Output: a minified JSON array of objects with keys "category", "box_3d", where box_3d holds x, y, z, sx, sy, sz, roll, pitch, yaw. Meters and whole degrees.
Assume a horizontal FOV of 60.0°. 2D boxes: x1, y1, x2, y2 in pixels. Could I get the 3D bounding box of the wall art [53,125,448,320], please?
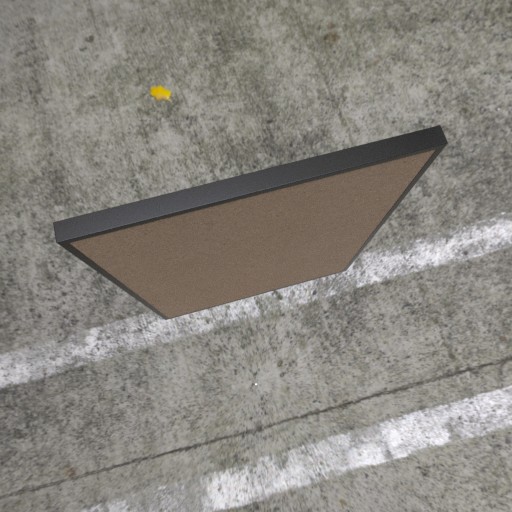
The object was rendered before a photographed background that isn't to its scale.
[{"category":"wall art","box_3d":[0.000,0.000,1.367,0.788,1.046,0.043,-15,74,-4]}]
